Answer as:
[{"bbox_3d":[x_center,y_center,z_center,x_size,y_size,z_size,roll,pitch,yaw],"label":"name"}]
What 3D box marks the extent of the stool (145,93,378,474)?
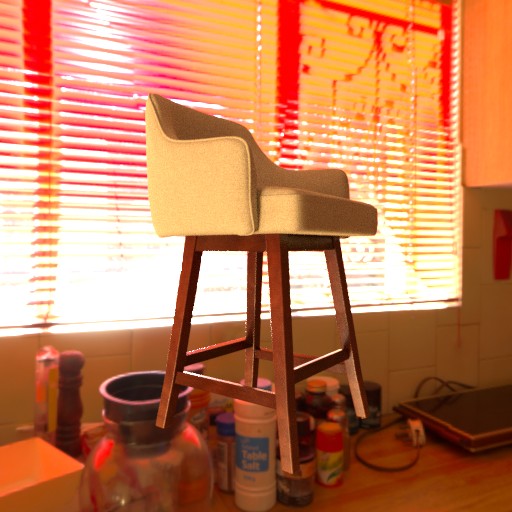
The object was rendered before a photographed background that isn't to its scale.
[{"bbox_3d":[0.000,0.000,1.266,0.560,0.936,0.550,1,1,37],"label":"stool"}]
